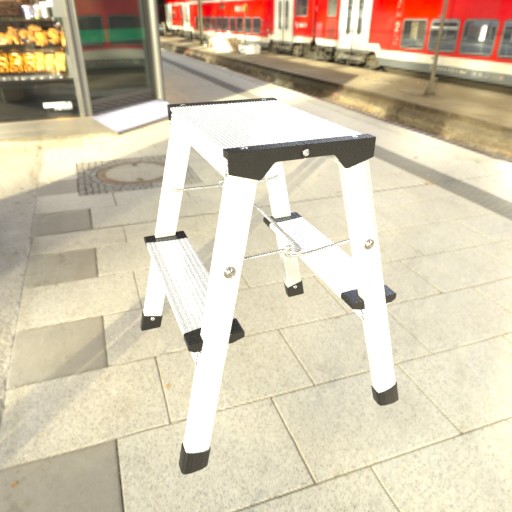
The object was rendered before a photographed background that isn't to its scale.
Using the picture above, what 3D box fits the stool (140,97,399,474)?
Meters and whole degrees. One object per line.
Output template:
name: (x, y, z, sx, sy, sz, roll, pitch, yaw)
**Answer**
stool: (0.000, 0.000, 0.790, 0.405, 0.480, 0.404, -11, 31, -19)
